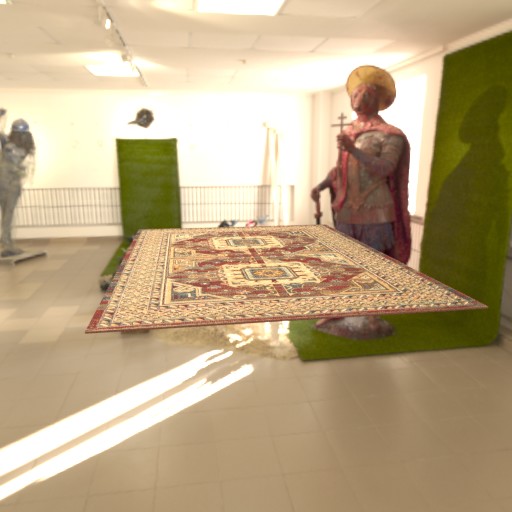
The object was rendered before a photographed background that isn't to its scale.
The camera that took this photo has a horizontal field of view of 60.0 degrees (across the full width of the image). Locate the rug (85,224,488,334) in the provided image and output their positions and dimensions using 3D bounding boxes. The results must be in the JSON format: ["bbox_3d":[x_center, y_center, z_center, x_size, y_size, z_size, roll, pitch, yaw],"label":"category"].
[{"bbox_3d":[0.000,0.000,4.083,2.381,0.013,3.197,-2,14,-9],"label":"rug"}]
